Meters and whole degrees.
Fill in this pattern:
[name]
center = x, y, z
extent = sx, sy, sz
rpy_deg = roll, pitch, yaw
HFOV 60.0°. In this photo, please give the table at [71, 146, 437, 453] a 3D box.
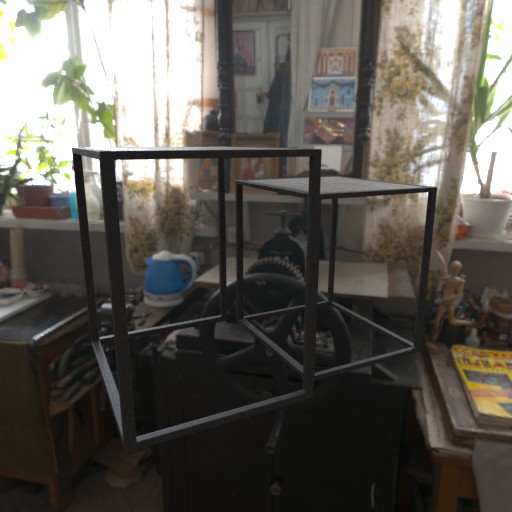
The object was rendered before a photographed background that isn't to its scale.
[table]
center = 0.000, 0.000, 1.137
extent = 0.788, 0.540, 0.508
rpy_deg = -7, 16, -26
